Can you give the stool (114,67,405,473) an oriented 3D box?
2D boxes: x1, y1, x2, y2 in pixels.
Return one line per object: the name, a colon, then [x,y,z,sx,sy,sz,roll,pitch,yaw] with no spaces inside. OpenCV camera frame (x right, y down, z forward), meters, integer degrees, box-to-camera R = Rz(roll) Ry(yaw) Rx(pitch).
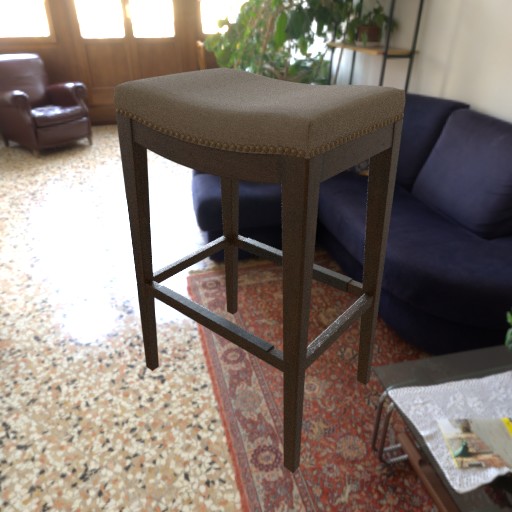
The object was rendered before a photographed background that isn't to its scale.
stool: [0.000,0.000,1.036,0.508,0.762,0.356,23,37,34]
